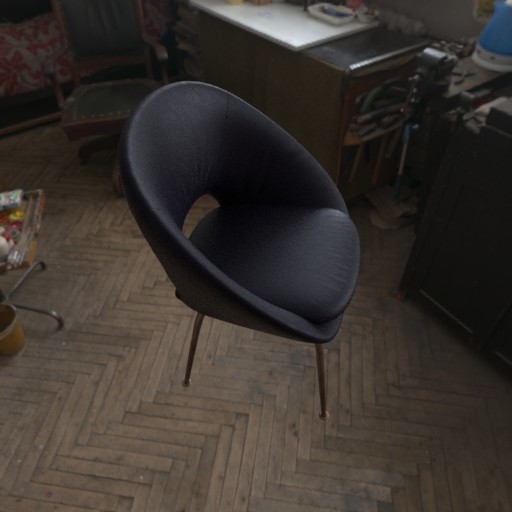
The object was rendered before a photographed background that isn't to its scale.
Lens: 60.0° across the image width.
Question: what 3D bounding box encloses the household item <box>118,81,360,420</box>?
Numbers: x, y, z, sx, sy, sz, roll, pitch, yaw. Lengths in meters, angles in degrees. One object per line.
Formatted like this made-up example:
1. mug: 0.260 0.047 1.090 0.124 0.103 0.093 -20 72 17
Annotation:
1. household item: 0.000 0.000 1.251 0.573 0.852 0.623 10 47 10
